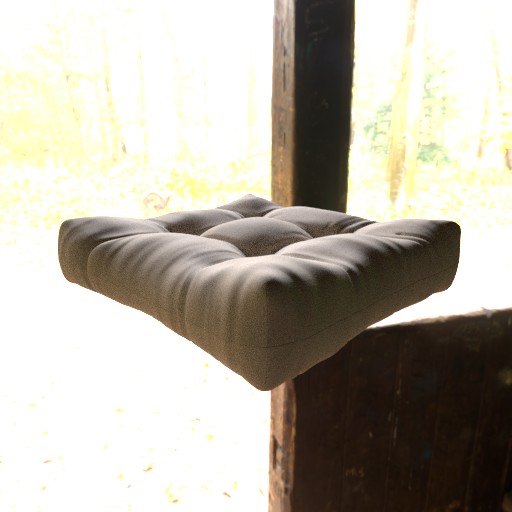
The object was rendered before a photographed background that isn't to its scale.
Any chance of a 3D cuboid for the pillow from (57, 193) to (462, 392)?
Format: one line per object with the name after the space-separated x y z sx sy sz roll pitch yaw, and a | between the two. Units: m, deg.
0.000 0.000 0.716 0.490 0.128 0.468 15 21 43 | pillow
